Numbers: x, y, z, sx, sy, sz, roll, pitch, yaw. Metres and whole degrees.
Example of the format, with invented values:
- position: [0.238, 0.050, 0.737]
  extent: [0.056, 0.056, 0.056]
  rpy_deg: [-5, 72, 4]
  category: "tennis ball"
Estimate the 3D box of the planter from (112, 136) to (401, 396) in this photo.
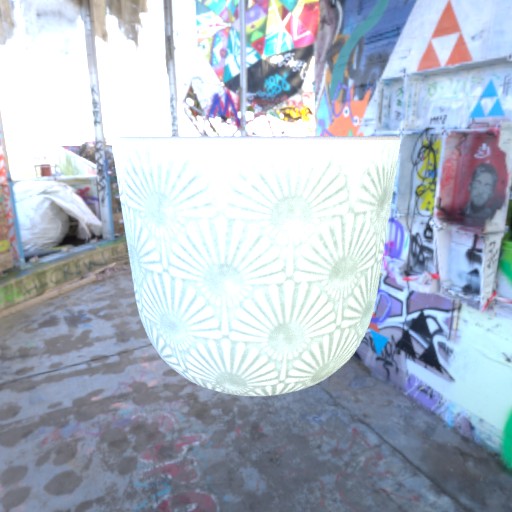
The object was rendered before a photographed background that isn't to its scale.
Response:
- position: [0.000, 0.000, 0.292]
  extent: [0.170, 0.152, 0.170]
  rpy_deg: [0, 15, 0]
  category: "planter"
